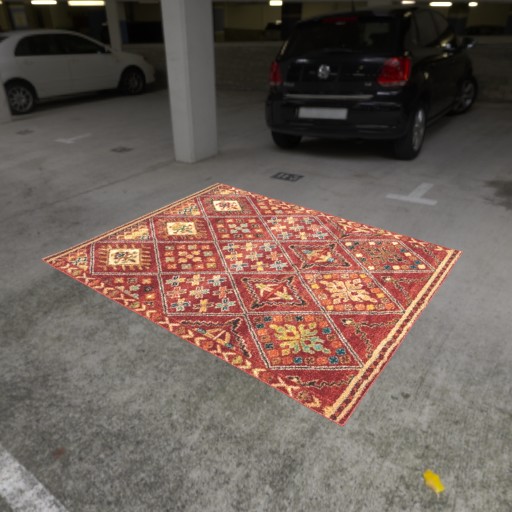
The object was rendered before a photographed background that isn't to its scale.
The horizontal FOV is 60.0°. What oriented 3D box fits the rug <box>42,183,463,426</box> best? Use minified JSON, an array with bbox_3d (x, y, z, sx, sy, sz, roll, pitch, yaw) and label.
[{"bbox_3d":[0.000,0.000,4.153,3.086,0.030,2.489,20,36,31],"label":"rug"}]
